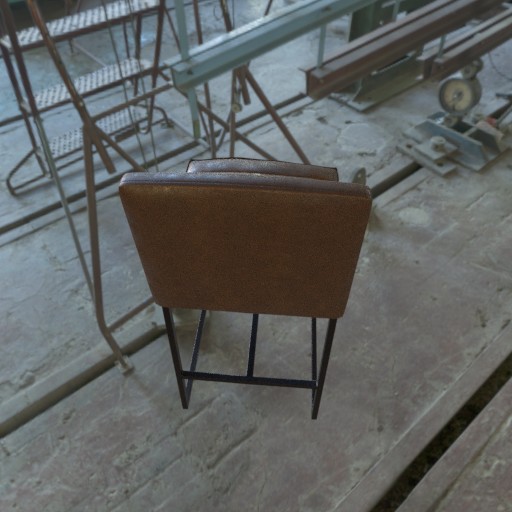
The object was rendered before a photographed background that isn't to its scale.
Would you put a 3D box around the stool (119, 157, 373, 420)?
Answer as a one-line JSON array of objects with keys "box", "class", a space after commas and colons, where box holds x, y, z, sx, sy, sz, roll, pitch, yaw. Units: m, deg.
[{"box": [0.000, 0.000, 1.269, 0.463, 0.942, 0.562, 4, 48, 3], "class": "stool"}]
